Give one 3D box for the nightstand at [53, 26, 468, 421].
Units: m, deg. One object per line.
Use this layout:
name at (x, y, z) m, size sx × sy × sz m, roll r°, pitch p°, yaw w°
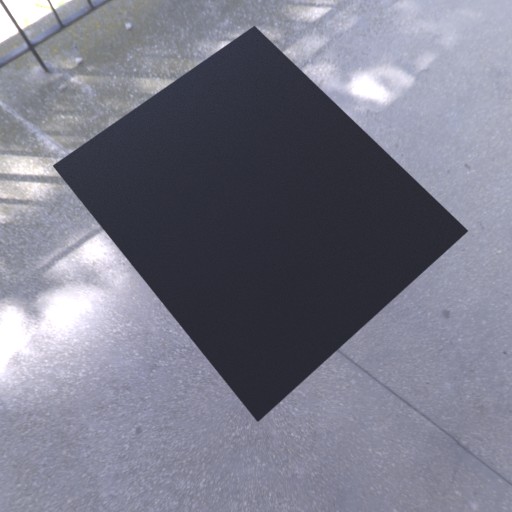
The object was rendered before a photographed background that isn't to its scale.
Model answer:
nightstand at (0.000, 0.000, 0.954) m, size 0.402 × 0.623 × 0.479 m, roll -39°, pitch 78°, yaw -10°
